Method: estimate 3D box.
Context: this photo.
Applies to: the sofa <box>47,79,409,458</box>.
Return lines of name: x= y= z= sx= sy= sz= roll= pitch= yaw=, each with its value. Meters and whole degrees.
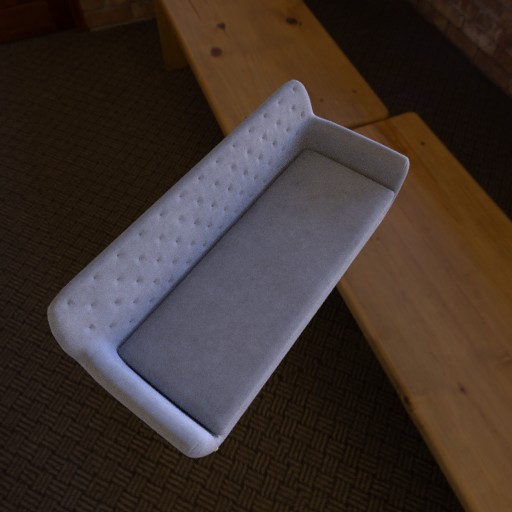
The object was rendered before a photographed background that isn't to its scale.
sofa: x=0.000 y=0.000 z=2.397 sx=0.830 sy=0.830 sz=1.970 roll=32 pitch=63 yaw=18
